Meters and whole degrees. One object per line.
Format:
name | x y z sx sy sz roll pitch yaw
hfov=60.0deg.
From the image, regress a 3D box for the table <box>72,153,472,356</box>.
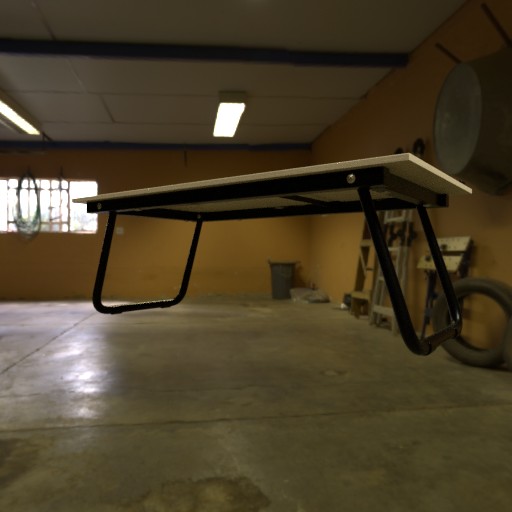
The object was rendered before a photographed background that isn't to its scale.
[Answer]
table | 0.000 0.000 0.788 0.644 0.242 0.322 0 0 37
